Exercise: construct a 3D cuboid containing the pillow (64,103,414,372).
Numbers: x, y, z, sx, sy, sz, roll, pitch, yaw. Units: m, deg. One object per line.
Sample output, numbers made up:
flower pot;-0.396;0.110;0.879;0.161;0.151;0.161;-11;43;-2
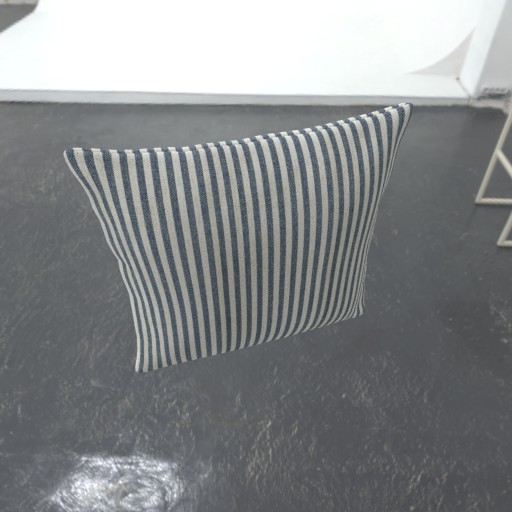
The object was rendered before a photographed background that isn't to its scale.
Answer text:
pillow;0.000;0.000;0.801;0.523;0.510;0.166;-12;43;-13
